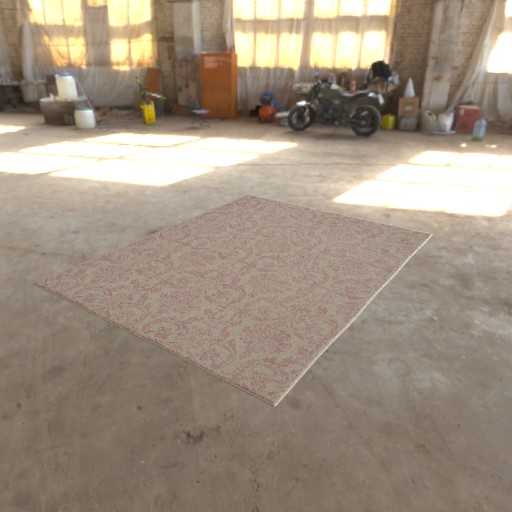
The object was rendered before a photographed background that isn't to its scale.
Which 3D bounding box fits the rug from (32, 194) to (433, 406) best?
[{"bbox_3d":[0.000,0.000,4.087,2.363,0.012,2.980,17,30,32],"label":"rug"}]
